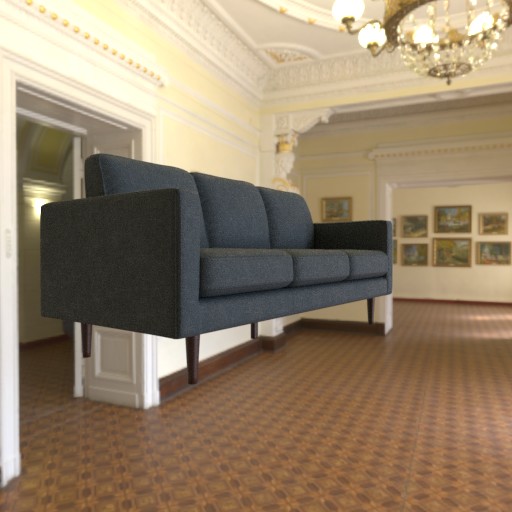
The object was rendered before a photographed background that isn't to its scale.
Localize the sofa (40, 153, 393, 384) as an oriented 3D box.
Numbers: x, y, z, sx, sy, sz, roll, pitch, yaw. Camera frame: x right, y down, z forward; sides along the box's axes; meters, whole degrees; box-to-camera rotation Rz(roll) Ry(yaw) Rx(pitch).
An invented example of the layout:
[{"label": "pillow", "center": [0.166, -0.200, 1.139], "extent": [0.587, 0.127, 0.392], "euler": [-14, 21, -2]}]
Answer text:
[{"label": "sofa", "center": [0.000, 0.000, 2.526], "extent": [0.935, 0.945, 2.013], "euler": [0, 1, 37]}]
